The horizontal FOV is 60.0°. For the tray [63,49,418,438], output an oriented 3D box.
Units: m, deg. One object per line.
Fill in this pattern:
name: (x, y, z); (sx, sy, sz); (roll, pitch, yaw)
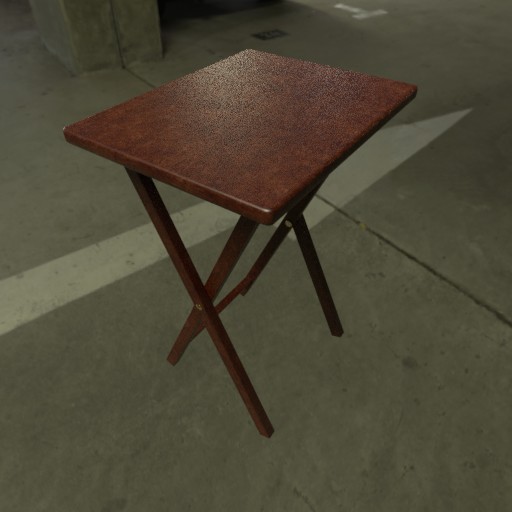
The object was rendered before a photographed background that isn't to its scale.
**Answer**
tray: (0.000, 0.000, 0.946); (0.381, 0.660, 0.483); (25, 47, 26)
